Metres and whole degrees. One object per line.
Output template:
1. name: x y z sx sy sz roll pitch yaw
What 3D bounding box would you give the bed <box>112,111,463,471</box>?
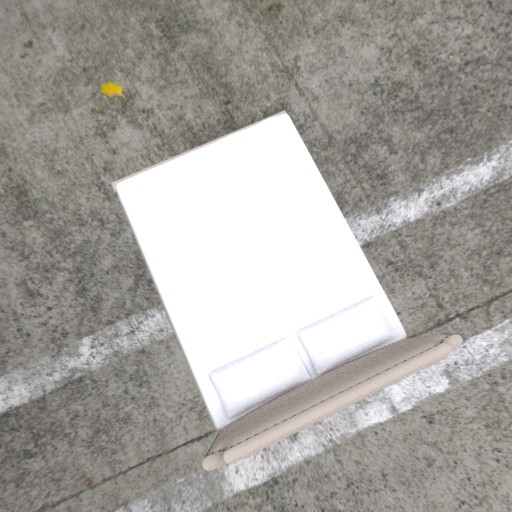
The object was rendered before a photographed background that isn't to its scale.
1. bed: 0.000 0.000 3.419 1.713 1.443 2.372 -24 77 -6
